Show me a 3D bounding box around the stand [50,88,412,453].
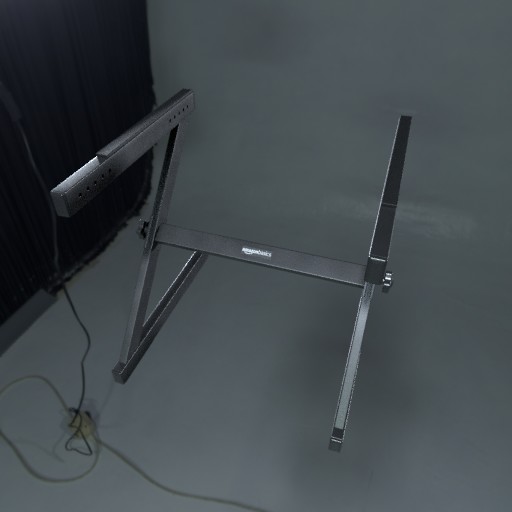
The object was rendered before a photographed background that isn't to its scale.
[{"bbox_3d":[0.000,0.000,1.160,0.700,0.617,0.586,12,41,14],"label":"stand"}]
